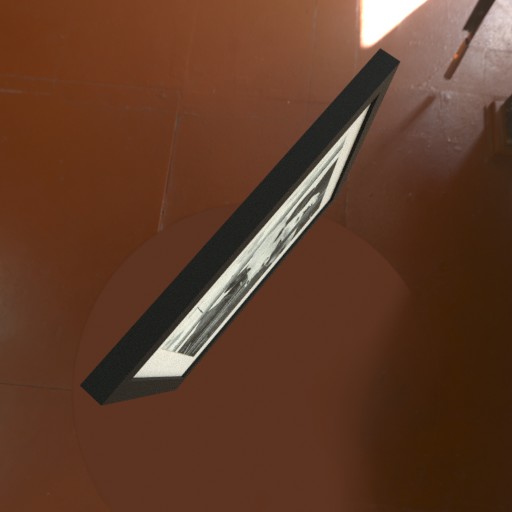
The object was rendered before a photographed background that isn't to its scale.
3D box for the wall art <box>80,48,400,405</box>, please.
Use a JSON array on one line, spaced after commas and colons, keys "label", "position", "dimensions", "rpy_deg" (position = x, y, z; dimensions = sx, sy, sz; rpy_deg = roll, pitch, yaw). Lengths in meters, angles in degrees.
[{"label": "wall art", "position": [0.000, 0.000, 0.543], "dimensions": [0.024, 0.329, 0.404], "rpy_deg": [39, 78, 9]}]
